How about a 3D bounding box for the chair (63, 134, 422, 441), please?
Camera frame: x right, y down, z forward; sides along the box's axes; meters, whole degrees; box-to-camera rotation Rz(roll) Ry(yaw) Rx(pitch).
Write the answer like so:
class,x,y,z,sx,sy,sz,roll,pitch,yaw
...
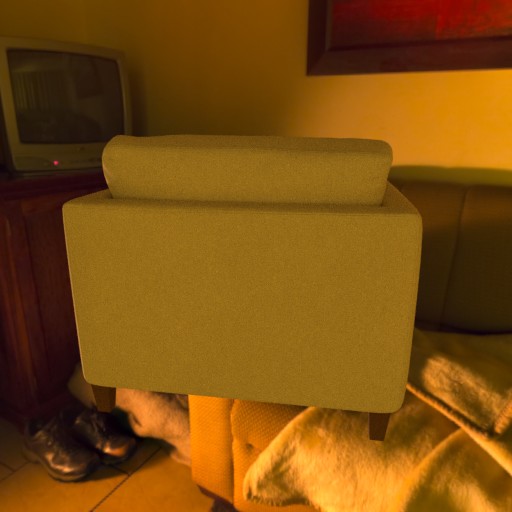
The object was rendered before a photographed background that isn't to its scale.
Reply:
class,x,y,z,sx,sy,sz,roll,pitch,yaw
chair,0.000,0.000,1.800,1.107,0.961,0.959,3,17,9
